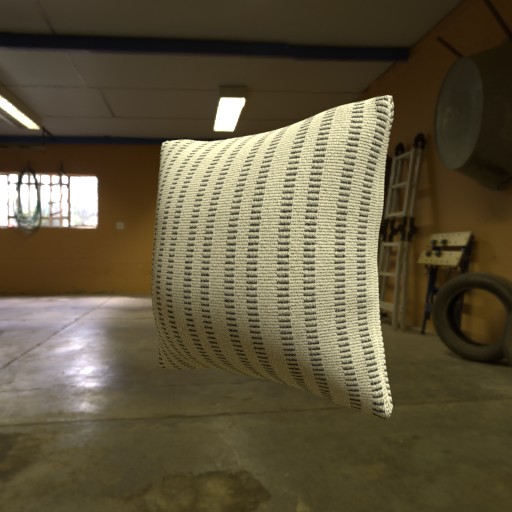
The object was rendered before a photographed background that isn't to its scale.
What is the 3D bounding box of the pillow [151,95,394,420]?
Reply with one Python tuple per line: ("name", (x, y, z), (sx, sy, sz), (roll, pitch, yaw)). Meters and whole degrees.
("pillow", (0.000, 0.000, 0.696), (0.438, 0.419, 0.247), (1, 1, 37))
